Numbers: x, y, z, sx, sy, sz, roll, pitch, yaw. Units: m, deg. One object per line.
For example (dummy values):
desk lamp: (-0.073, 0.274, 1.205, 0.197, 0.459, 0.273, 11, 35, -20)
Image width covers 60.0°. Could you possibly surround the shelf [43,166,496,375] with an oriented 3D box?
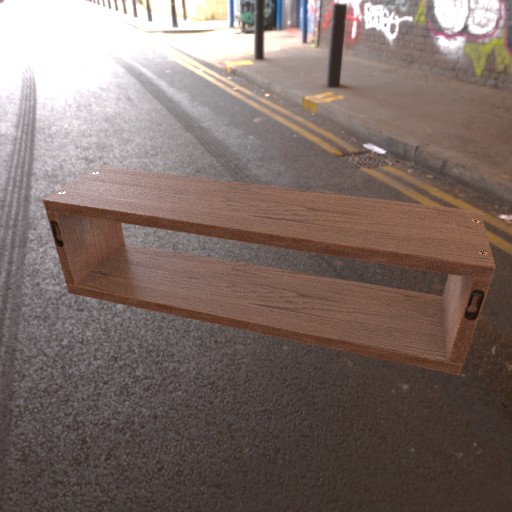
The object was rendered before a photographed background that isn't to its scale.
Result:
shelf: (0.000, 0.000, 0.679, 0.610, 0.170, 0.150, 9, 33, 15)
